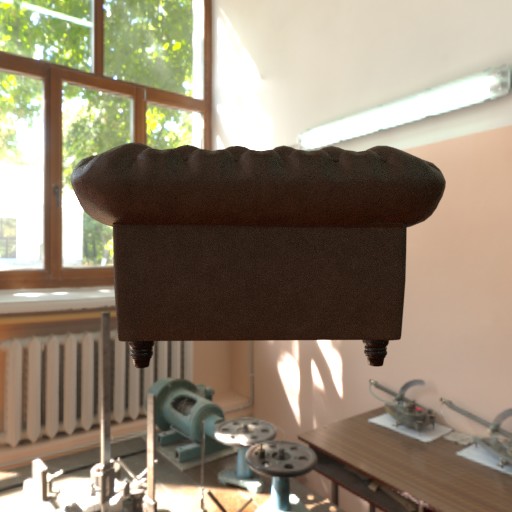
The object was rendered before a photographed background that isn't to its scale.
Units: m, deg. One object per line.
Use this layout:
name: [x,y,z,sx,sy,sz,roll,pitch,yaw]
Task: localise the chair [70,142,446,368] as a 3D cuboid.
chair: [0.000,0.000,1.882,1.298,0.784,0.954,0,0,-2]
